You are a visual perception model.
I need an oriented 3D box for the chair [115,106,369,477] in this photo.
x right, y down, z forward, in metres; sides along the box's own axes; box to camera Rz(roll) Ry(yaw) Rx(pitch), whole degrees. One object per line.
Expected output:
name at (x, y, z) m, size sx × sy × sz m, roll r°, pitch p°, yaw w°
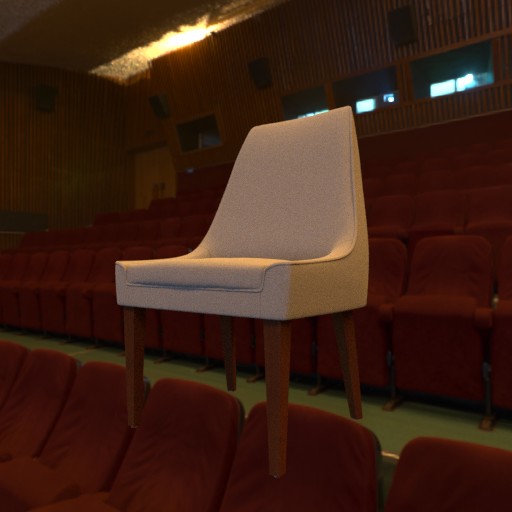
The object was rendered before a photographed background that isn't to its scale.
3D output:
chair at (0.000, 0.000, 1.180) m, size 0.529 × 0.861 × 0.544 m, roll -1°, pitch -1°, yaw 36°
